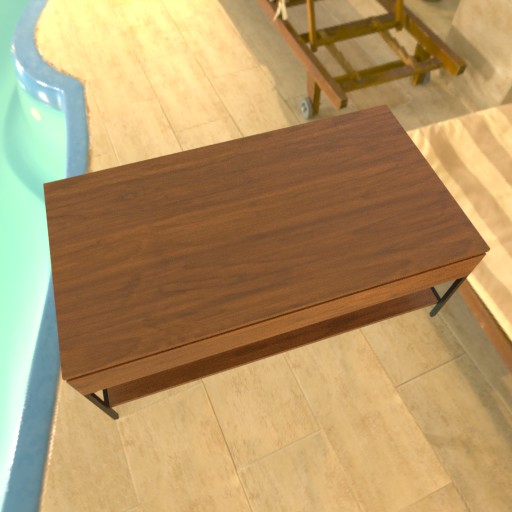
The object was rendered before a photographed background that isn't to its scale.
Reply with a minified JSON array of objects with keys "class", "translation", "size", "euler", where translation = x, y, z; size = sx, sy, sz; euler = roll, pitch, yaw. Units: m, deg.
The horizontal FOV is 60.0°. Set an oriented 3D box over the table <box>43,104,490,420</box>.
[{"class":"table","translation":[0.000,0.000,1.350],"size":[1.057,0.414,0.574],"euler":[-16,59,-9]}]
